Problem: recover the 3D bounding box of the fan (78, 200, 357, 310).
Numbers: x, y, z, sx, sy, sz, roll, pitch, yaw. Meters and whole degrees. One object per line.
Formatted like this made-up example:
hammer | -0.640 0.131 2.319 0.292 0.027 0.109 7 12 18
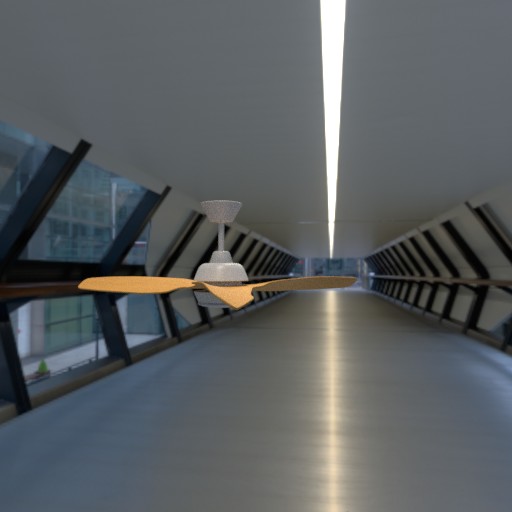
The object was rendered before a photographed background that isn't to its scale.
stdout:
fan | 0.000 0.000 1.615 1.010 0.355 1.142 1 -2 -36
